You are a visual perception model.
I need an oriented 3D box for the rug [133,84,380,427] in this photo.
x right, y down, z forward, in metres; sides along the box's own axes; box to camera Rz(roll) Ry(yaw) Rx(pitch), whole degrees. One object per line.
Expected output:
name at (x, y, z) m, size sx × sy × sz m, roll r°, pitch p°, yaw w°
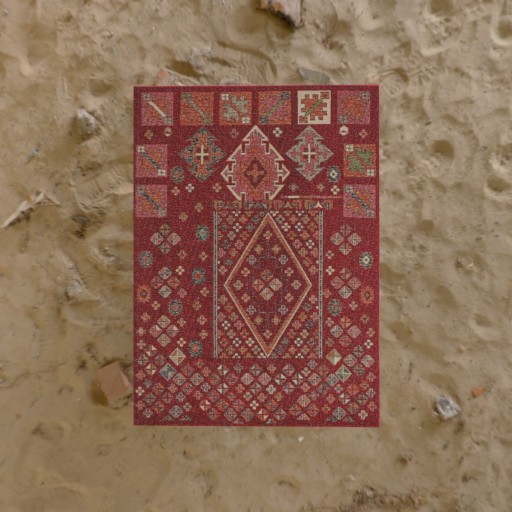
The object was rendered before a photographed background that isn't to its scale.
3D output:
rug at (0.000, 0.000, 4.293) m, size 2.389 × 0.011 × 3.306 m, roll 0°, pitch 90°, yaw 1°
